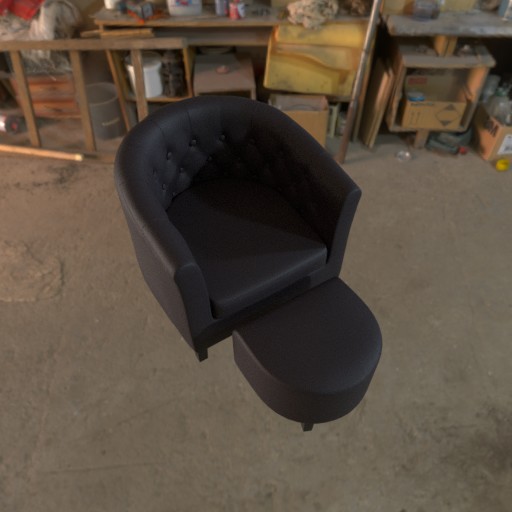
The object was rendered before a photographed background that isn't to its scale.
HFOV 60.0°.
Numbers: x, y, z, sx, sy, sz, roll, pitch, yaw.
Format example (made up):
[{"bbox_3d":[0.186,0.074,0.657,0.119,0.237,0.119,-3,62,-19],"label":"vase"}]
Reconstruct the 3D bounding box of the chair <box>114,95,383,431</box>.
[{"bbox_3d":[0.000,0.000,1.677,0.763,0.760,1.191,-25,52,-21],"label":"chair"}]
